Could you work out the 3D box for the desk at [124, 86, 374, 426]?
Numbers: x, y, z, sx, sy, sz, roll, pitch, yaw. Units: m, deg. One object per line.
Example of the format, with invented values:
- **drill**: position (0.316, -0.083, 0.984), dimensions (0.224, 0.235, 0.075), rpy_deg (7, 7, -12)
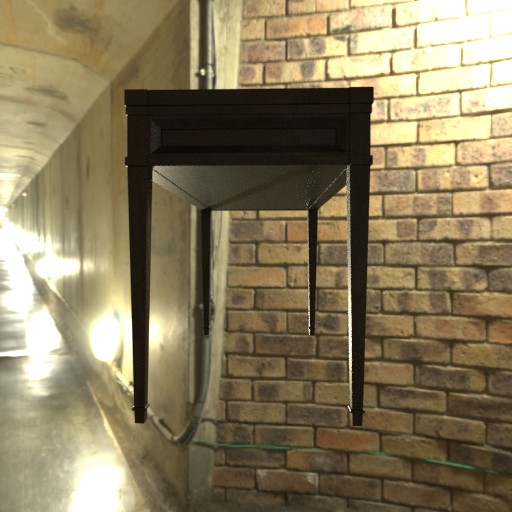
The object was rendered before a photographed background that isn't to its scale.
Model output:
- **desk**: position (0.000, 0.000, 1.764), dimensions (0.630, 0.861, 1.289), rpy_deg (0, 1, 2)
